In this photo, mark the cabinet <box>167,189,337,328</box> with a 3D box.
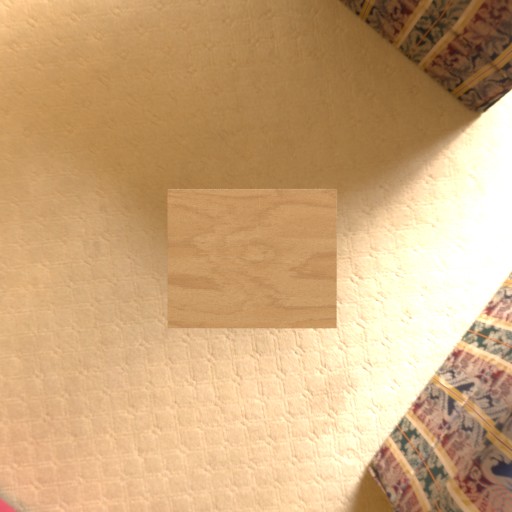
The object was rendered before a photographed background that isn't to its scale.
[{"bbox_3d":[0.000,0.000,2.014,0.411,1.879,0.338,0,90,1],"label":"cabinet"}]
